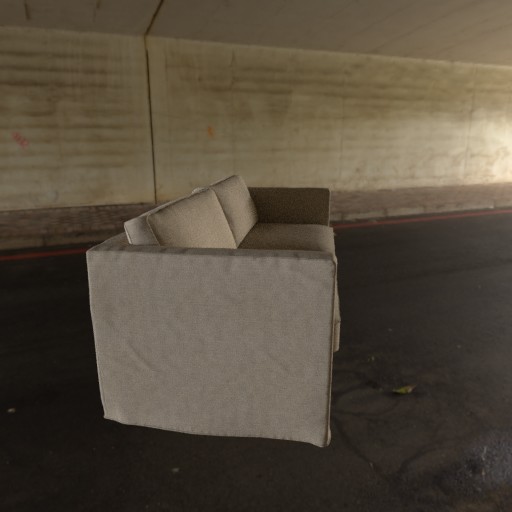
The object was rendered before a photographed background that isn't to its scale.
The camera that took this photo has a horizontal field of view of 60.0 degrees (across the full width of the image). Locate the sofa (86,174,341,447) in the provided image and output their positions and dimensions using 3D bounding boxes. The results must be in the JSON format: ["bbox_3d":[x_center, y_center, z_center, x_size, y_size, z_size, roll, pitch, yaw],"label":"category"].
[{"bbox_3d":[0.000,0.000,2.704,0.956,0.847,2.296,2,15,8],"label":"sofa"}]
